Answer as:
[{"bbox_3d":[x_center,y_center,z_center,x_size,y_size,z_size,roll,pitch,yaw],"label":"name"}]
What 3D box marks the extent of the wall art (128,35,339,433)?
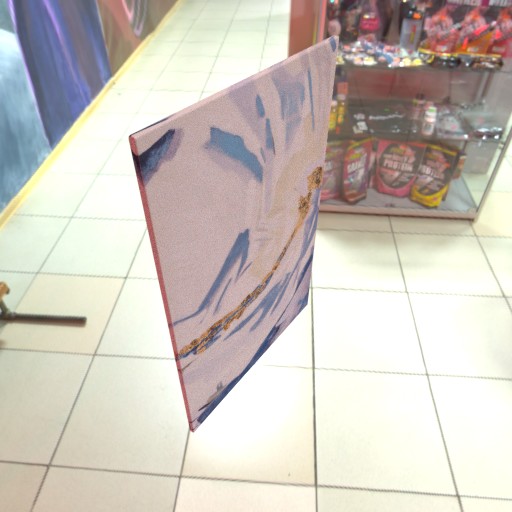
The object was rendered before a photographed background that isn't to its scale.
[{"bbox_3d":[0.000,0.000,1.135,0.016,0.914,0.610,27,49,26],"label":"wall art"}]
